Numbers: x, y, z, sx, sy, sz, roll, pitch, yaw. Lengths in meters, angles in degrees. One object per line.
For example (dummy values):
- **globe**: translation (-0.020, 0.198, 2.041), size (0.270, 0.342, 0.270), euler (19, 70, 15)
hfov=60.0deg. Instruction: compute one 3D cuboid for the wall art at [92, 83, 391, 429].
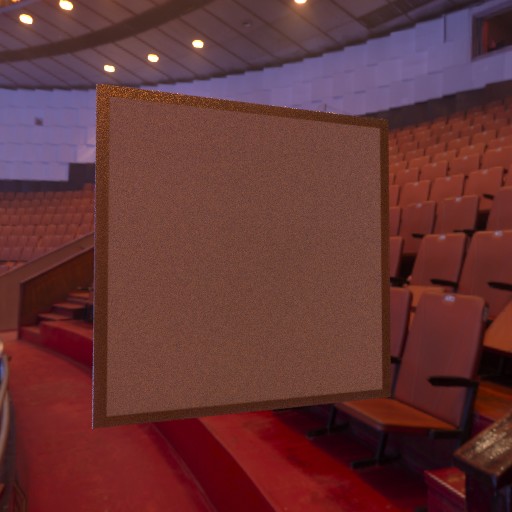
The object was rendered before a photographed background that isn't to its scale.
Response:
- **wall art**: translation (0.000, 0.000, 1.113), size (0.762, 0.760, 0.037), euler (1, -2, -18)
